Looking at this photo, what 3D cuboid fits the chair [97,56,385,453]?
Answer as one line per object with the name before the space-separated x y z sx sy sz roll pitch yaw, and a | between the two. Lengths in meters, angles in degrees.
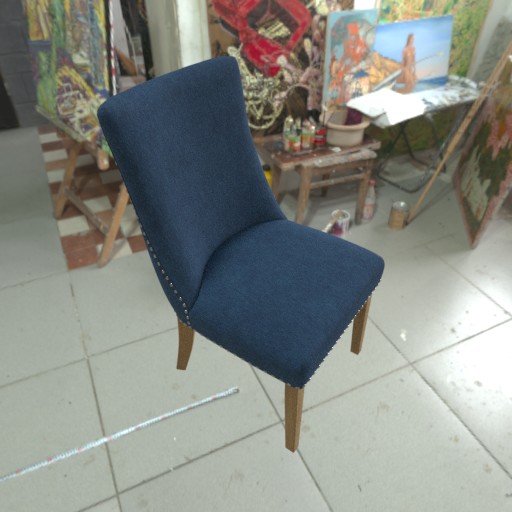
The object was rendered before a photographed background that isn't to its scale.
chair | 0.000 0.000 1.257 0.610 0.902 0.495 24 46 26
